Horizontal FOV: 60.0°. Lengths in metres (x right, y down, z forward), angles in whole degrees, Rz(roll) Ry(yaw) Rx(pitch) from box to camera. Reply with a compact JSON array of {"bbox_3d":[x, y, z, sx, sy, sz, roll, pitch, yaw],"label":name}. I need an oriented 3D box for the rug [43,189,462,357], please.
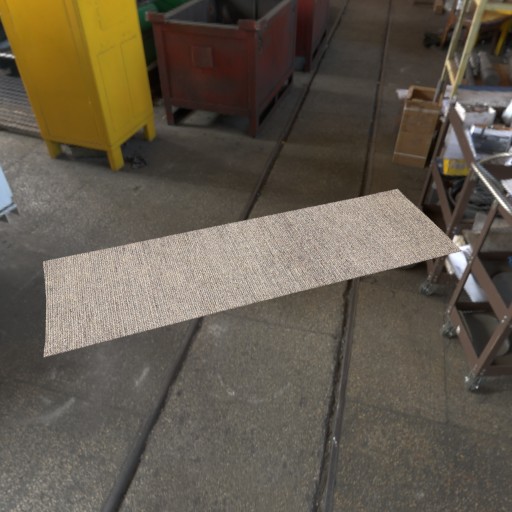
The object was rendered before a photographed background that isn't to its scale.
[{"bbox_3d":[0.000,0.000,2.570,2.335,0.013,0.697,-13,43,-14],"label":"rug"}]
